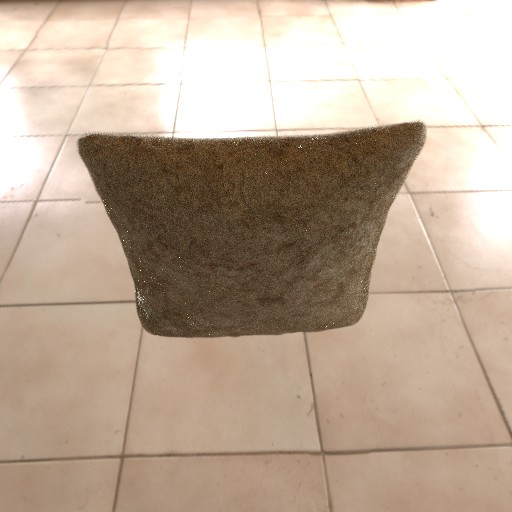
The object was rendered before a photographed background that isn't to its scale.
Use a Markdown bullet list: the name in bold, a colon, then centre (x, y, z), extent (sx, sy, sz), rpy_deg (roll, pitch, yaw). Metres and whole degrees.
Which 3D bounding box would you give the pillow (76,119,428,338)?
- **pillow**: centre (0.000, 0.000, 0.837), extent (0.538, 0.525, 0.216), rpy_deg (-3, 47, -2)
